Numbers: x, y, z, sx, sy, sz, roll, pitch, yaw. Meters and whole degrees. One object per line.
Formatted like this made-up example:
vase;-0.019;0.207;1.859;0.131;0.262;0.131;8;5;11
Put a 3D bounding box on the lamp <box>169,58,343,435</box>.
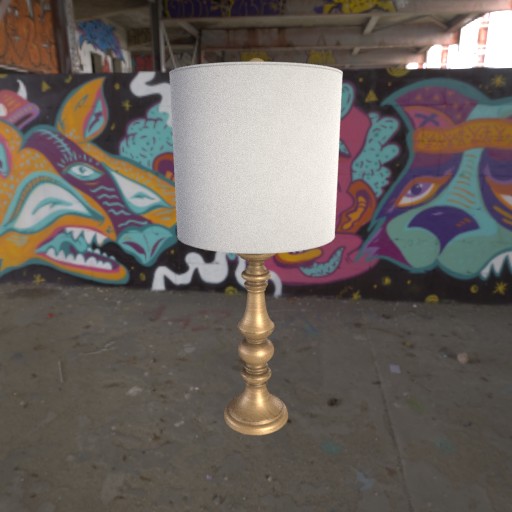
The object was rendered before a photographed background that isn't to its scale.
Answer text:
lamp;0.000;0.000;0.724;0.250;0.597;0.250;8;17;26
